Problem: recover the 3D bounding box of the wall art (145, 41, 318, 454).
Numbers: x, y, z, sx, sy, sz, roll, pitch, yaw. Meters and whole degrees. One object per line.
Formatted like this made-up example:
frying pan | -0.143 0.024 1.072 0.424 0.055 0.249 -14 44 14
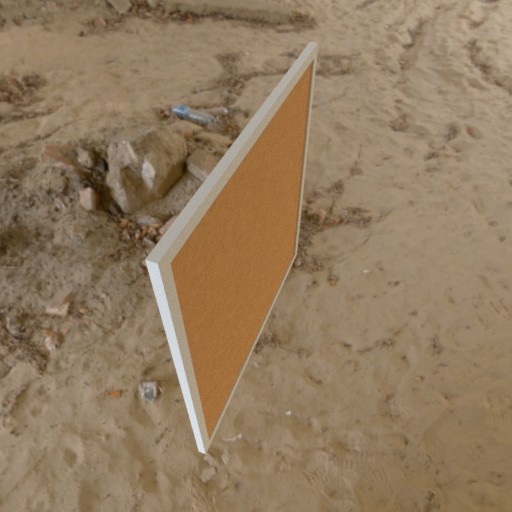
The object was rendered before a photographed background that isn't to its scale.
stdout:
wall art | 0.000 0.000 0.672 0.012 0.457 0.457 17 50 14
